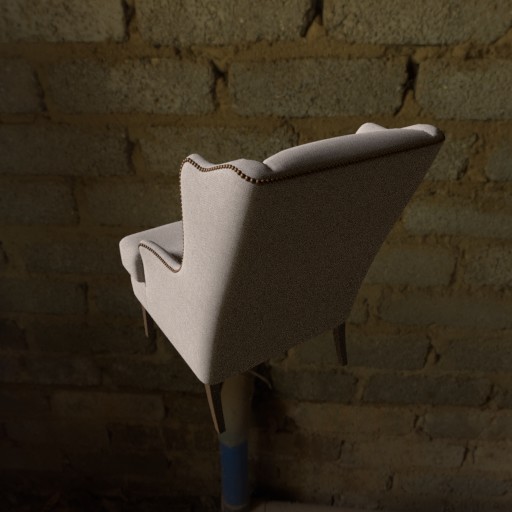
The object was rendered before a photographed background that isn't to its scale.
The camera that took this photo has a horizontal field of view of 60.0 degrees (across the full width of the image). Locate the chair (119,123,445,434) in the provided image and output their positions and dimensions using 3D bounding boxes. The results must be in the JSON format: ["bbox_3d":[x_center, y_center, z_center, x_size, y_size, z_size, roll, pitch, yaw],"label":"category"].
[{"bbox_3d":[0.000,0.000,1.626,0.737,1.029,0.940,-18,34,-30],"label":"chair"}]
